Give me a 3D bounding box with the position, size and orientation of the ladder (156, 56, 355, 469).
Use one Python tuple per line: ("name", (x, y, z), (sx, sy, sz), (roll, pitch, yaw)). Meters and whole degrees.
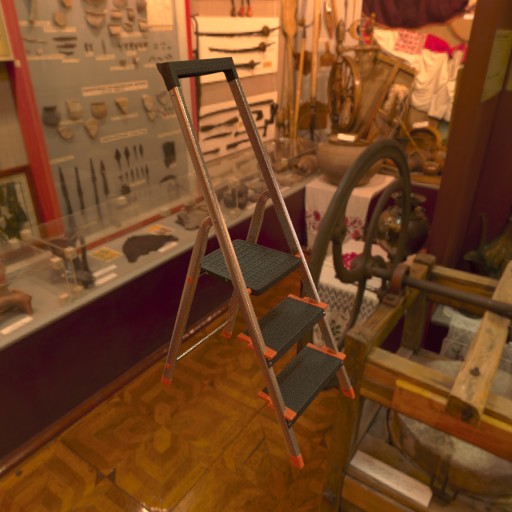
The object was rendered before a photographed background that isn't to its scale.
("ladder", (0.000, 0.000, 1.529), (0.686, 1.229, 0.416), (19, 33, 32))
